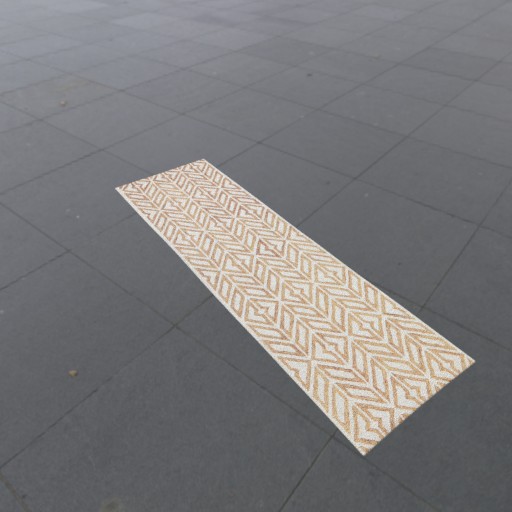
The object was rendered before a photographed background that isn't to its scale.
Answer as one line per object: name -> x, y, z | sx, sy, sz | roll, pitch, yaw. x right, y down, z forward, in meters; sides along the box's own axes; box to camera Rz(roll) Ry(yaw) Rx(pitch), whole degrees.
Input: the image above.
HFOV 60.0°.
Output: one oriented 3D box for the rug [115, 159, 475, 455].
rug -> 0.000, 0.000, 2.641 | 0.750, 0.009, 2.435 | -25, 47, -27
